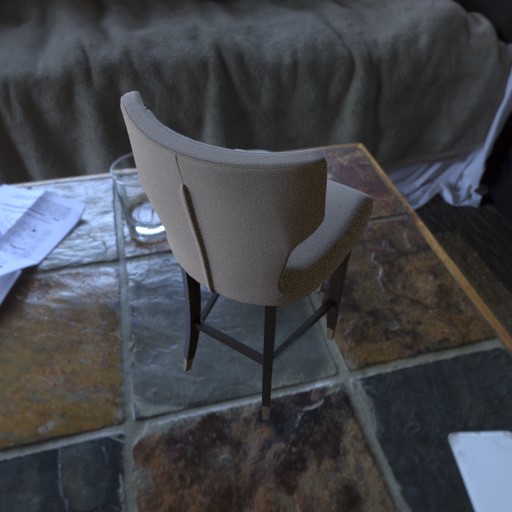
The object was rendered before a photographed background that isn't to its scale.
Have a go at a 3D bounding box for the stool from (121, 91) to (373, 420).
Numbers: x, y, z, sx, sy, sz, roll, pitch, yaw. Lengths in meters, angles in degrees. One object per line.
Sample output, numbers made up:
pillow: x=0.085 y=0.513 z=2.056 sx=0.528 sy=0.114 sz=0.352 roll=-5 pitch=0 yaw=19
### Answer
stool: x=0.000 y=0.000 z=1.389 sx=0.526 sy=1.092 sz=0.563 roll=24 pitch=51 yaw=21
